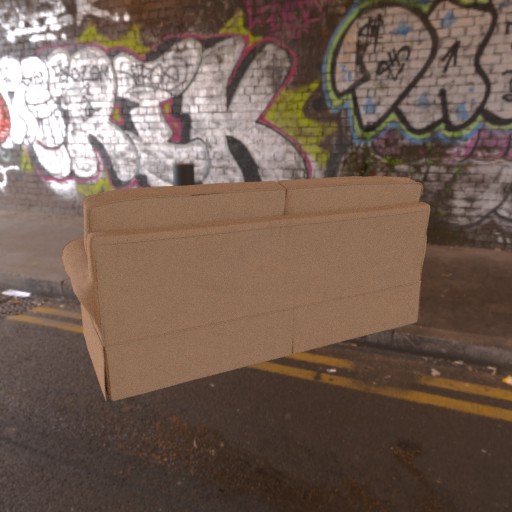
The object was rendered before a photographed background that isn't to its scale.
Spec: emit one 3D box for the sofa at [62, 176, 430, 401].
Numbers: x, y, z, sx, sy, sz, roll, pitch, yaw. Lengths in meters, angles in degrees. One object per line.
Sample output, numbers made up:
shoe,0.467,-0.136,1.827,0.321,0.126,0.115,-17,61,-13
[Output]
sofa,0.000,0.000,2.862,2.246,1.014,0.900,-8,17,-27
